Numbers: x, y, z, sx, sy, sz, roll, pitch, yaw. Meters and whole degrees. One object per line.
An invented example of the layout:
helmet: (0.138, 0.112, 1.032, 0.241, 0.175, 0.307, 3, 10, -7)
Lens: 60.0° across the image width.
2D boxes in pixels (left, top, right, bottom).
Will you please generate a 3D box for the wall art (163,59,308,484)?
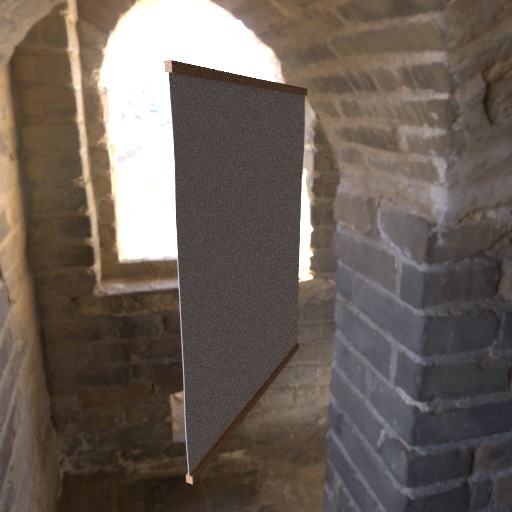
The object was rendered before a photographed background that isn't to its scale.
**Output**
wall art: (0.000, 0.000, 0.678, 0.010, 0.507, 0.404, 8, 18, 24)
